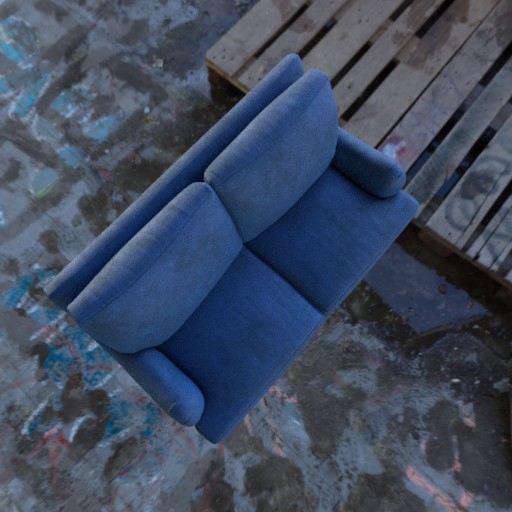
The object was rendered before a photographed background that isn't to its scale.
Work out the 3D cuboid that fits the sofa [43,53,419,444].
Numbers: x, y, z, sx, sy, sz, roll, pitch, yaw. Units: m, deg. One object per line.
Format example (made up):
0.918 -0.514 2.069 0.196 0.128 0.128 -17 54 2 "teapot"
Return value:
0.000 0.000 2.544 1.084 1.101 1.853 41 78 11 "sofa"
